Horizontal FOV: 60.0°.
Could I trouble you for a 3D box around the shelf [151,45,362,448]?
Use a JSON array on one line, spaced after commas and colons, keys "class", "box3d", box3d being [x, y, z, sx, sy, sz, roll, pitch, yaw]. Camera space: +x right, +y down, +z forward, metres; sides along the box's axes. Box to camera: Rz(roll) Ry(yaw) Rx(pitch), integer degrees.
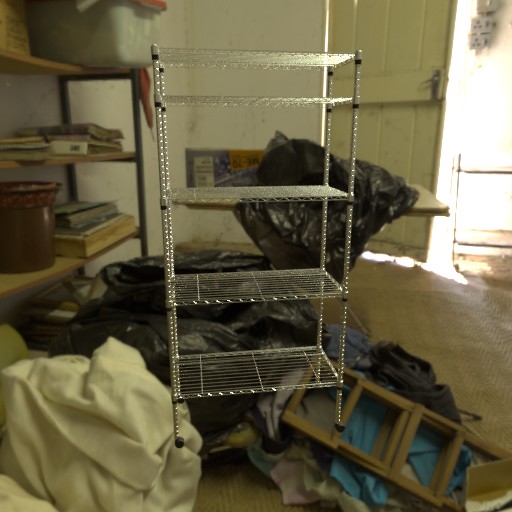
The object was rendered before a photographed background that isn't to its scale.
[{"class": "shelf", "box3d": [0.000, 0.000, 1.908, 0.762, 1.587, 0.356, -2, 16, -8]}]
